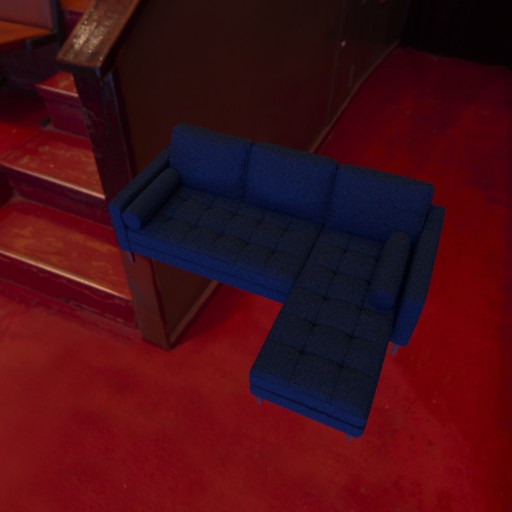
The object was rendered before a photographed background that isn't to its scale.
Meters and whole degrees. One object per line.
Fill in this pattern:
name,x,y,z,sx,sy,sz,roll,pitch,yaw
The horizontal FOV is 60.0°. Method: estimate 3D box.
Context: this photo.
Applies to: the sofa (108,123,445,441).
sofa,0.000,0.000,2.960,2.185,0.841,1.613,18,49,16
